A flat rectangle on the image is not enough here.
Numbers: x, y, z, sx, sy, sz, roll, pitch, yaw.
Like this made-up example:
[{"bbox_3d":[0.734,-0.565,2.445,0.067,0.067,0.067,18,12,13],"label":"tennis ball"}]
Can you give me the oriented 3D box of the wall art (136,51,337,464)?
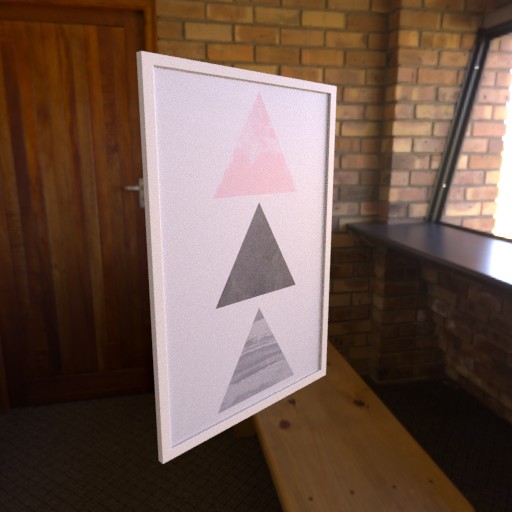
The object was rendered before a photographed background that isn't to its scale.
[{"bbox_3d":[0.000,0.000,0.845,0.456,0.656,0.013,-12,17,-43],"label":"wall art"}]
